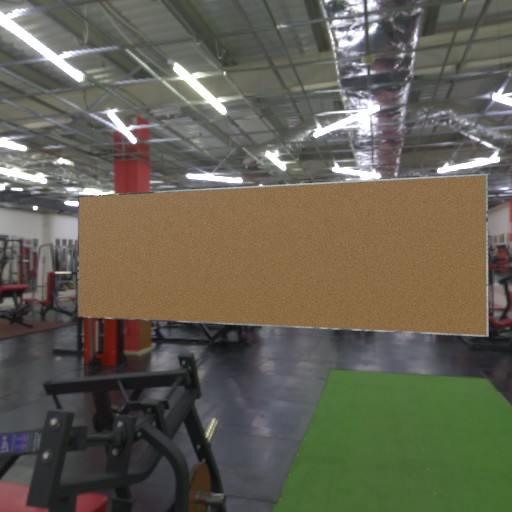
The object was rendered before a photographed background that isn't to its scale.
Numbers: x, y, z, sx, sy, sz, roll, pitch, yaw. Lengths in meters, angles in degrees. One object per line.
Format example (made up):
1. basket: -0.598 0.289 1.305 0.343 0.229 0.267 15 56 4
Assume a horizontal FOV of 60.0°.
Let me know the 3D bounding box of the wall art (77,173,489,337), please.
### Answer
1. wall art: 0.000 0.000 0.813 0.759 0.251 0.037 0 -1 18
